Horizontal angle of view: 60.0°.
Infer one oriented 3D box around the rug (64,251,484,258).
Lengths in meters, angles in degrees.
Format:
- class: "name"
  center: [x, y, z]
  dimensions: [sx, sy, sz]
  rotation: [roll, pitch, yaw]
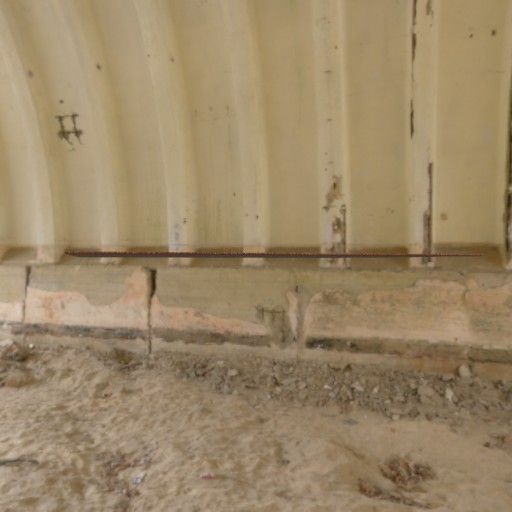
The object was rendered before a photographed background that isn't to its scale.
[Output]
- class: "rug"
  center: [0.000, 0.000, 5.181]
  dimensions: [3.965, 0.025, 2.803]
  rotation: [0, -1, -20]
